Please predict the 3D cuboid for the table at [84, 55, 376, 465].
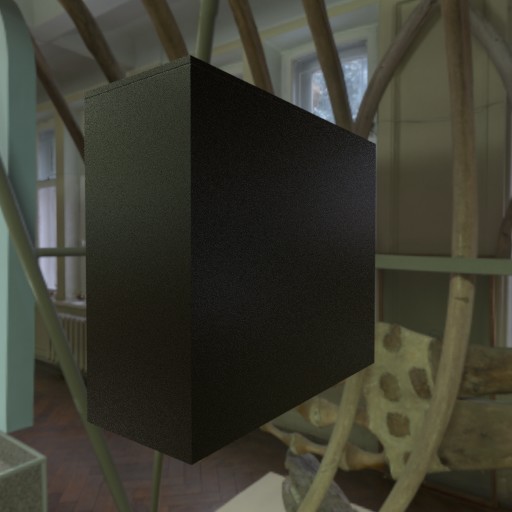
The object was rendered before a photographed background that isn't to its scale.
[{"bbox_3d":[0.000,0.000,1.339,0.380,0.790,0.930,1,2,37],"label":"table"}]
